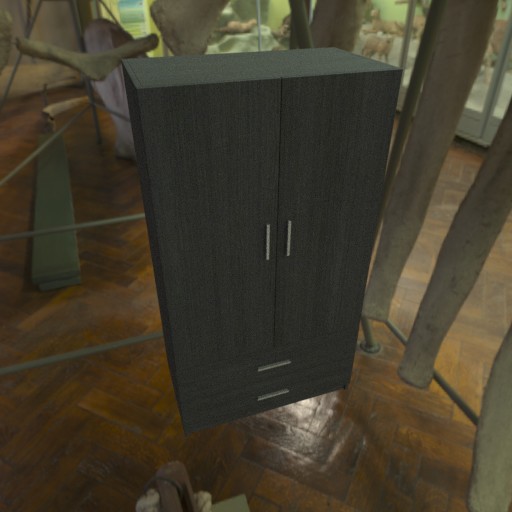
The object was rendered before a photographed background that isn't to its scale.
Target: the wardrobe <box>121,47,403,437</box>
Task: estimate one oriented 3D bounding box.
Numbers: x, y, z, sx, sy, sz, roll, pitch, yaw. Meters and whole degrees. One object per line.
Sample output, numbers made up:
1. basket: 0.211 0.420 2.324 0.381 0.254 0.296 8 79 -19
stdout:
1. wardrobe: 0.000 0.000 2.242 0.991 1.808 0.577 -11 35 -16
